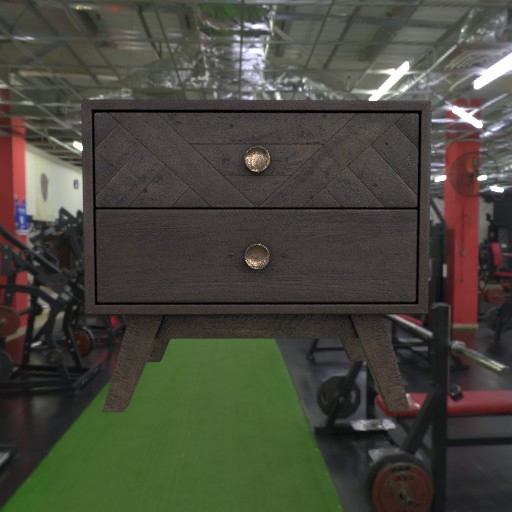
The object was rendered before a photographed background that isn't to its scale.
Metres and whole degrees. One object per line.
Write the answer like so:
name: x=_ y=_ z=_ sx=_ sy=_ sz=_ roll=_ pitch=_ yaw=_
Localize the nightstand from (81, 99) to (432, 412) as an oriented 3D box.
nightstand: x=0.000 y=0.000 z=1.048 sx=0.650 sy=0.599 sz=0.450 roll=0 pitch=3 yaw=-1
